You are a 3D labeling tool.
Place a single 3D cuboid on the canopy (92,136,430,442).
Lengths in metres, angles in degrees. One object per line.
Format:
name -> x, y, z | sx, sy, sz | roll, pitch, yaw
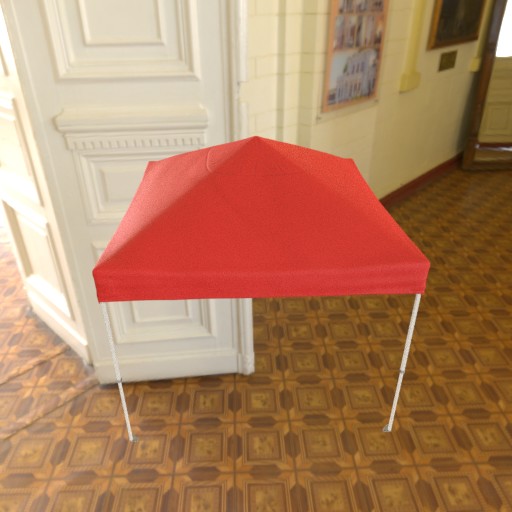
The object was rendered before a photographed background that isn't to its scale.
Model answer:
canopy -> 0.000, 0.000, 5.532 | 2.996, 2.997, 2.998 | -1, 30, -2
